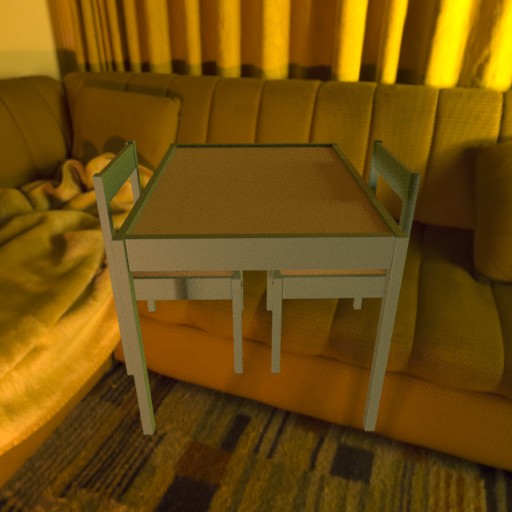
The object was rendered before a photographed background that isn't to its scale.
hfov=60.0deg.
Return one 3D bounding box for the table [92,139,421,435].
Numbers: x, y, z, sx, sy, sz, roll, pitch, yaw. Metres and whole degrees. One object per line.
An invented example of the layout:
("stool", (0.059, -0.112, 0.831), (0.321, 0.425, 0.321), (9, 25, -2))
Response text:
("table", (0.000, 0.000, 1.092), (0.633, 0.503, 0.639), (-1, 28, -1))
